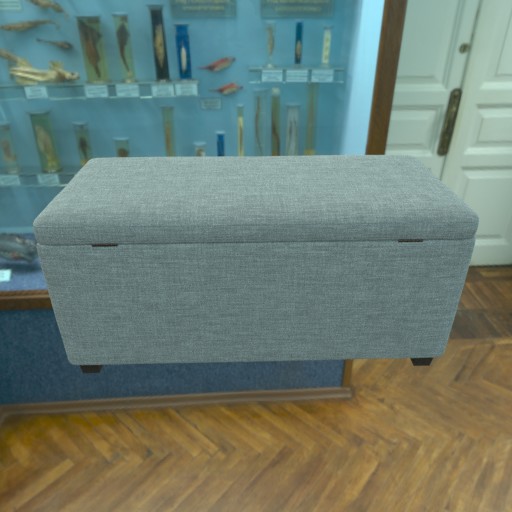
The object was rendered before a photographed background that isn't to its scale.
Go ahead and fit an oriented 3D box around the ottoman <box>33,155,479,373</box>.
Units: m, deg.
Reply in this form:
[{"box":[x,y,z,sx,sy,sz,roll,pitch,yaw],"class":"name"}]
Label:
[{"box":[0.000,0.000,1.120,0.902,0.432,0.419,-1,30,-2],"class":"ottoman"}]
